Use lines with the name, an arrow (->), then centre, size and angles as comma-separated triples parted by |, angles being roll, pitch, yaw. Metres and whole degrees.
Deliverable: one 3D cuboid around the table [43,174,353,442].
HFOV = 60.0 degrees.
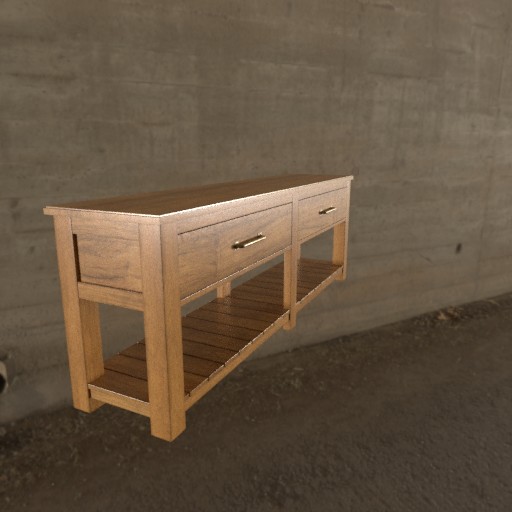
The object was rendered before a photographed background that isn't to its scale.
table -> 0.000, 0.000, 2.012 | 0.425, 0.635, 1.815 | 7, 15, 26
